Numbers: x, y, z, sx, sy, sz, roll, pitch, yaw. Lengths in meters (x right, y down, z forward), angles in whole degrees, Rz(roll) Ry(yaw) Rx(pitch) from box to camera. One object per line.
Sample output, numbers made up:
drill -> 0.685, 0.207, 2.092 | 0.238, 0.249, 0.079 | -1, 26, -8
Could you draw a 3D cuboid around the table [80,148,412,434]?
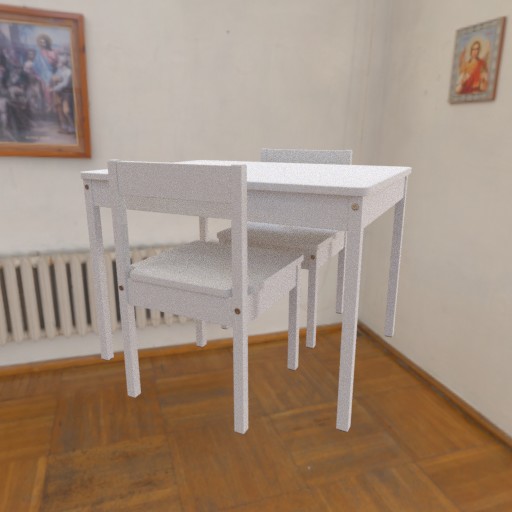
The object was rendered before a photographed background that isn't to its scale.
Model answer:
table -> 0.000, 0.000, 1.120 | 0.650, 0.503, 0.672 | 8, 17, 26
